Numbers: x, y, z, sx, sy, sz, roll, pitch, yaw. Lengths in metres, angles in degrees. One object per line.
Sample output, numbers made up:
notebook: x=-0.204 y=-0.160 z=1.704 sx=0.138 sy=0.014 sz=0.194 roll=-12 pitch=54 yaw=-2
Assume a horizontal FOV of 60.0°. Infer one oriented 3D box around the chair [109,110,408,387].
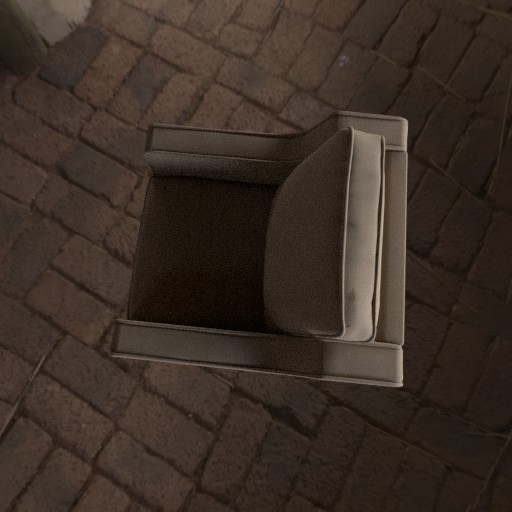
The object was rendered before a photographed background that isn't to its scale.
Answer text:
chair: x=0.000 y=0.000 z=1.660 sx=0.909 sy=0.960 sz=0.831 roll=5 pitch=76 yaw=1
